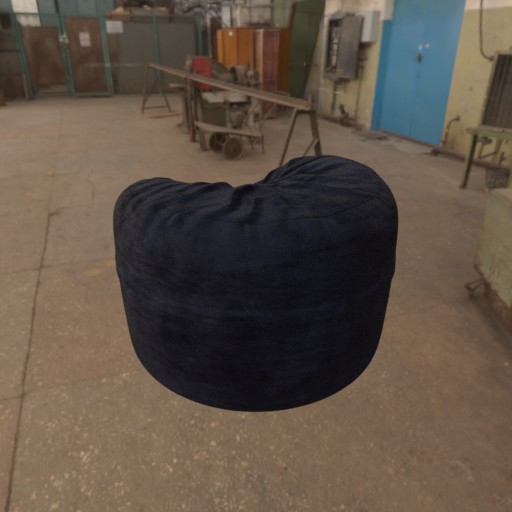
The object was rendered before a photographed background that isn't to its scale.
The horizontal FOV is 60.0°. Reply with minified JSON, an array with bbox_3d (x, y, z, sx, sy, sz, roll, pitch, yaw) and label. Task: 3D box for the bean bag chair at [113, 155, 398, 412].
[{"bbox_3d":[0.000,0.000,1.523,0.918,0.616,0.918,0,26,0],"label":"bean bag chair"}]
